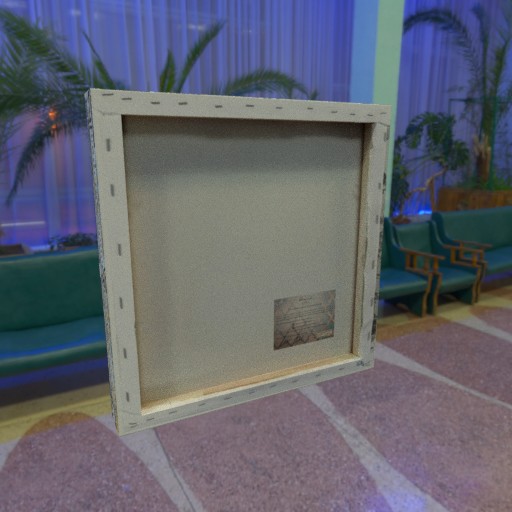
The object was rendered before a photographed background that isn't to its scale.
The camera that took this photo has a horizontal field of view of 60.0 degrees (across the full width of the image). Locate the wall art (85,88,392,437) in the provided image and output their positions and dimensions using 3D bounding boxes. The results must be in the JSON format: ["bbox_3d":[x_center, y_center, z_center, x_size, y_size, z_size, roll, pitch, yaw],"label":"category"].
[{"bbox_3d":[0.000,0.000,0.456,0.302,0.306,0.038,-7,15,-25],"label":"wall art"}]
